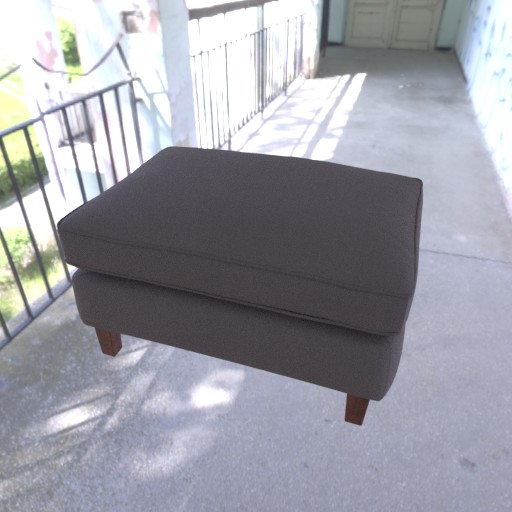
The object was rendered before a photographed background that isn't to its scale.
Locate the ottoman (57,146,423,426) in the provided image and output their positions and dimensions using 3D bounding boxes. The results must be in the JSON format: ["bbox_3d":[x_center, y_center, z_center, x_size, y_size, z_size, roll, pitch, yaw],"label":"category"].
[{"bbox_3d":[0.000,0.000,1.021,0.686,0.406,0.508,11,35,16],"label":"ottoman"}]
